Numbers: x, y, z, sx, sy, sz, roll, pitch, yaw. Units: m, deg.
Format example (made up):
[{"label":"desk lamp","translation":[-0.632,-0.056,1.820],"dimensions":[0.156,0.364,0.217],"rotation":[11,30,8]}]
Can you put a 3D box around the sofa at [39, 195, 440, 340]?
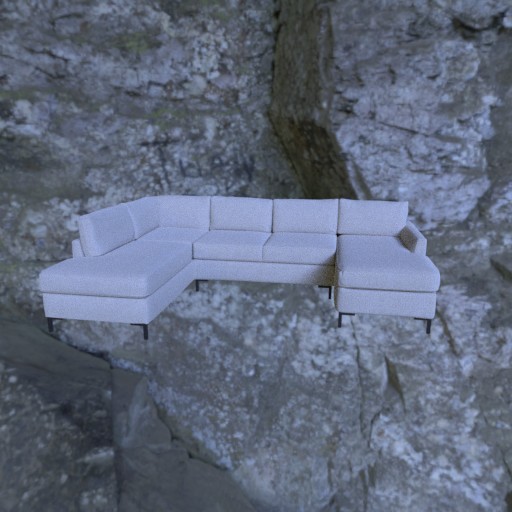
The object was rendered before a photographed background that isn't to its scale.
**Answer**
[{"label":"sofa","translation":[0.000,0.000,3.977],"dimensions":[2.984,0.862,1.989],"rotation":[3,15,10]}]
